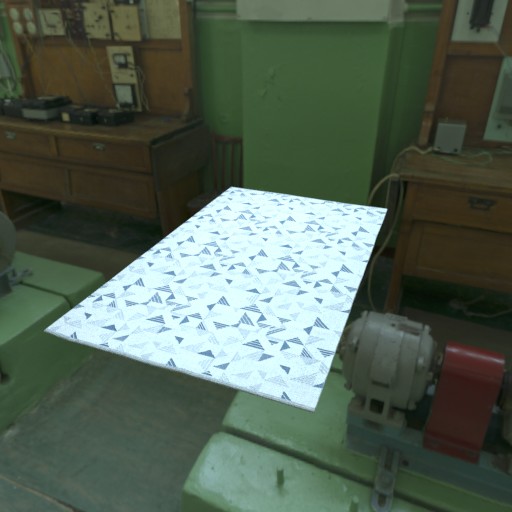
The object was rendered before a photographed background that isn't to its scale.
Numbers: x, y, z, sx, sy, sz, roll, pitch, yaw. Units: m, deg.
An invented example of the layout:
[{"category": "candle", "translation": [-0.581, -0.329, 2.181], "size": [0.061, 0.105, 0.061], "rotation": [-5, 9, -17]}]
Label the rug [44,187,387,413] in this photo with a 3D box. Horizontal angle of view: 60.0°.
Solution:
[{"category": "rug", "translation": [0.000, 0.000, 3.148], "size": [1.512, 0.009, 2.457], "rotation": [11, 31, 19]}]
